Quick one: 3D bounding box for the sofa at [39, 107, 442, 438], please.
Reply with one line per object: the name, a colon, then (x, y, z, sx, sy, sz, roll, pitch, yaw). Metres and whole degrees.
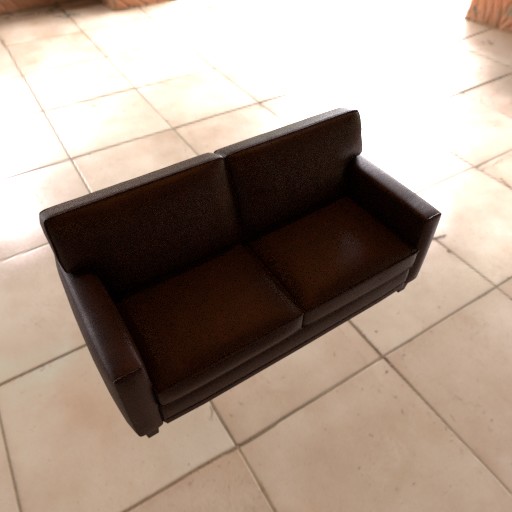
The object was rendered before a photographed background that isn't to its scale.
sofa: (0.000, 0.000, 2.367, 1.876, 0.928, 0.912, -25, 51, -22)
